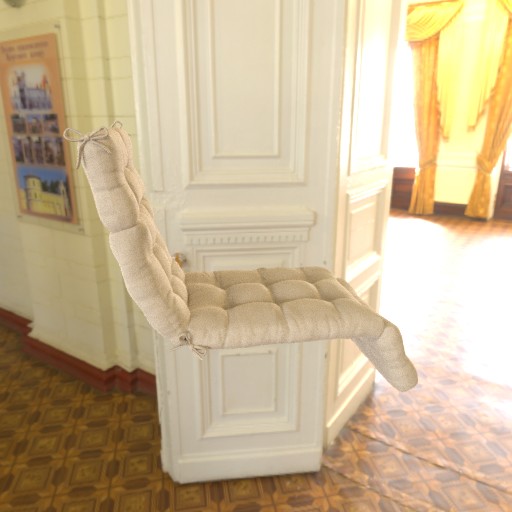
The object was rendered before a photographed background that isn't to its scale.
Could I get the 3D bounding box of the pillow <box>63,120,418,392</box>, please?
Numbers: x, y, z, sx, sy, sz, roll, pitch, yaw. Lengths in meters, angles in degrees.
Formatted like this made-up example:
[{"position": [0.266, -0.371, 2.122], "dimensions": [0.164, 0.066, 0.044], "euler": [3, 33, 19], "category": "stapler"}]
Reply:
[{"position": [0.000, 0.000, 1.477], "dimensions": [1.016, 0.863, 0.526], "euler": [-3, 18, -11], "category": "pillow"}]
